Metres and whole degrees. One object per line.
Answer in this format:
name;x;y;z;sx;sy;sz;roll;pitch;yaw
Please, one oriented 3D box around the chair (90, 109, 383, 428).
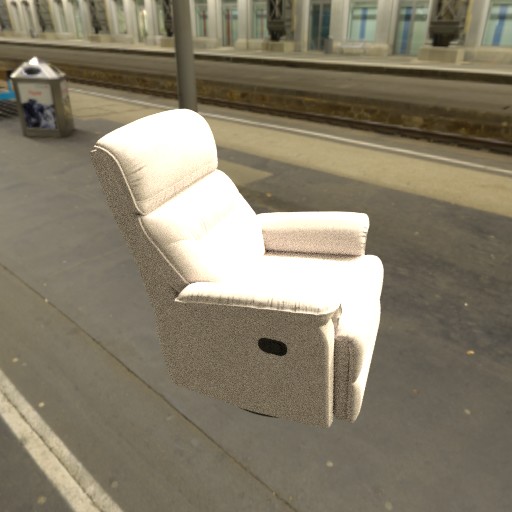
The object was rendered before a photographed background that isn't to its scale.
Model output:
chair;0.000;0.000;1.779;1.001;1.039;0.820;10;29;18
